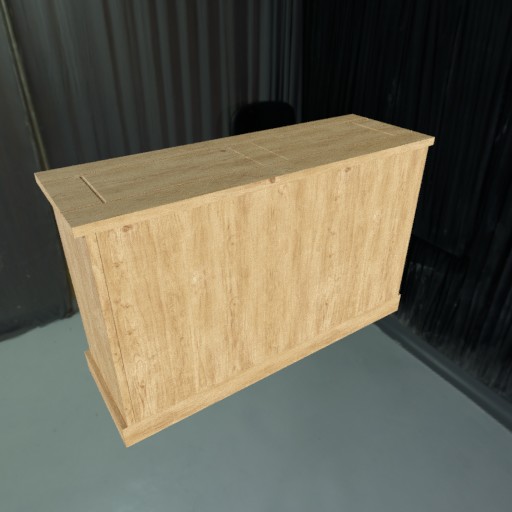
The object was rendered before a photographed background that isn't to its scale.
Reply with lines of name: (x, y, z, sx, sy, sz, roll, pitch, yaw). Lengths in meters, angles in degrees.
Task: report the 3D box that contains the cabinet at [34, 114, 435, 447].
cabinet: (0.000, 0.000, 1.706, 1.321, 0.810, 0.432, -19, 36, -28)
